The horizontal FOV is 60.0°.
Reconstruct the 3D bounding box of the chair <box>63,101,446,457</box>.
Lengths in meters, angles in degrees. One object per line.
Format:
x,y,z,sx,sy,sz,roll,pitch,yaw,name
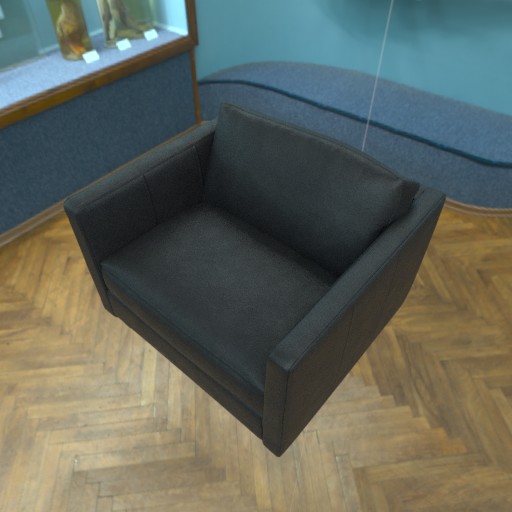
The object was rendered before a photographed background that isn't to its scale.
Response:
0.000,0.000,1.609,0.939,0.811,0.862,32,54,27,chair
